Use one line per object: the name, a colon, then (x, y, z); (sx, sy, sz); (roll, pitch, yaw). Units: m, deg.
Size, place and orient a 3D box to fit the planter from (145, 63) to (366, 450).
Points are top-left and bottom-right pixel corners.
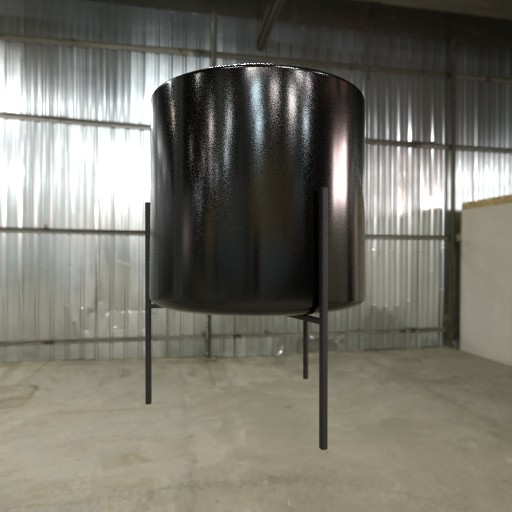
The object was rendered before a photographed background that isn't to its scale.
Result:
planter: (0.000, 0.000, 0.643); (0.310, 0.432, 0.310); (0, 1, 18)
